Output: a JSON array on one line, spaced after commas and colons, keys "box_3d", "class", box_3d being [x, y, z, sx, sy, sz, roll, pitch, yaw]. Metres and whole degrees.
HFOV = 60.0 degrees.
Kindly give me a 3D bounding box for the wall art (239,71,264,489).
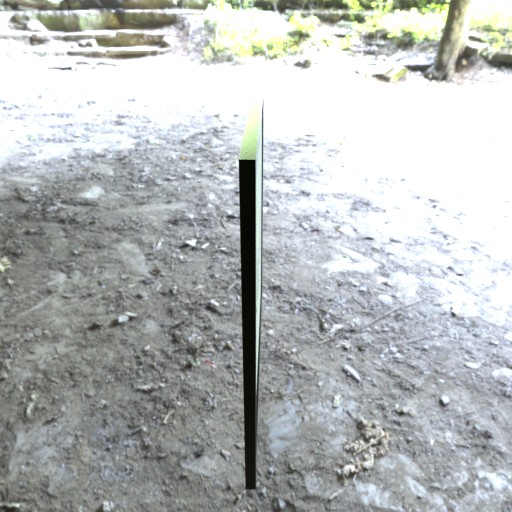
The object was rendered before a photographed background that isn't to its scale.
[{"box_3d": [0.000, 0.000, 0.656, 0.014, 0.445, 0.446, 1, 31, 1], "class": "wall art"}]
